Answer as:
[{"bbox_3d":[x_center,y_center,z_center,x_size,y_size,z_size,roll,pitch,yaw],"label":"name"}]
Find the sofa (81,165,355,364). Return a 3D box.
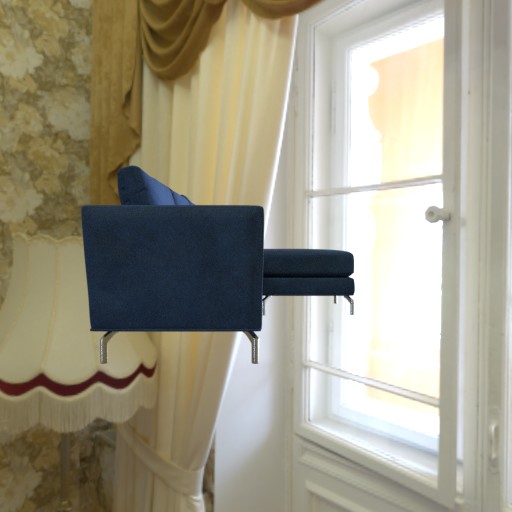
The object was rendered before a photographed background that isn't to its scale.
[{"bbox_3d":[0.000,0.000,3.260,1.622,0.987,2.438,0,1,0],"label":"sofa"}]
